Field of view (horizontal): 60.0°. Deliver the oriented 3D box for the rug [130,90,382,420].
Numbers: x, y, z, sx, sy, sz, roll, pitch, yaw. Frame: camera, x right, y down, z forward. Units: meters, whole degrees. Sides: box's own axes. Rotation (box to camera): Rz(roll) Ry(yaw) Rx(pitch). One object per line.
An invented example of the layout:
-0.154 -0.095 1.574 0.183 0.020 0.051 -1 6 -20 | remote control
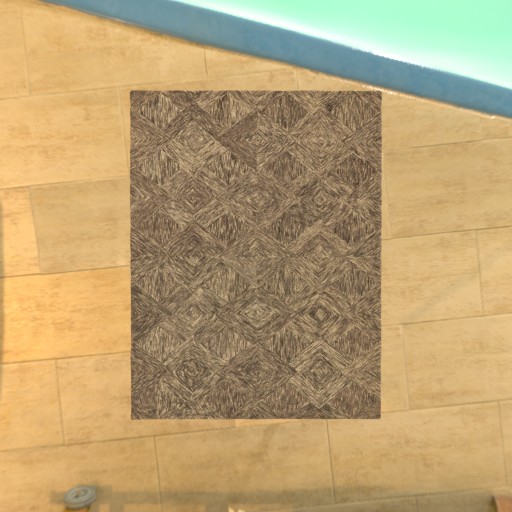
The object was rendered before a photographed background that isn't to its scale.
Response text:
0.000 0.000 4.309 2.448 0.017 3.204 0 91 0 | rug
